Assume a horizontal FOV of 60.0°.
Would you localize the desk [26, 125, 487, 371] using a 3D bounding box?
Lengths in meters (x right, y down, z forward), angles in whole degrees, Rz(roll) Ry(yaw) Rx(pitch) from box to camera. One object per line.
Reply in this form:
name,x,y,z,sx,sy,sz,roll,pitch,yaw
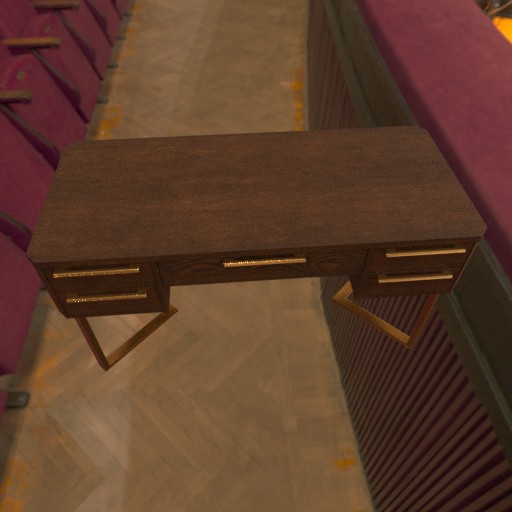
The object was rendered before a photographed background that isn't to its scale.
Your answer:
desk,0.000,0.000,1.884,1.479,0.762,0.684,-3,48,-3
